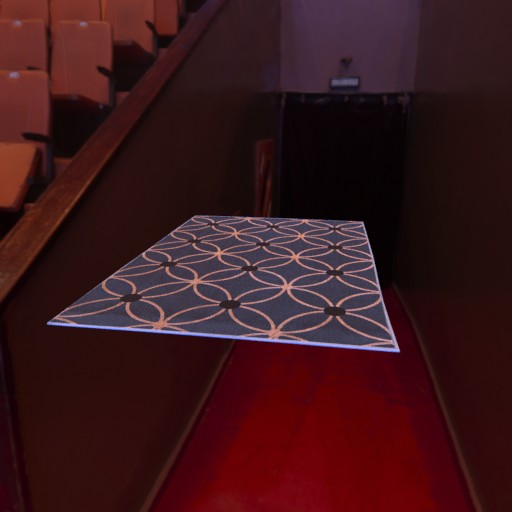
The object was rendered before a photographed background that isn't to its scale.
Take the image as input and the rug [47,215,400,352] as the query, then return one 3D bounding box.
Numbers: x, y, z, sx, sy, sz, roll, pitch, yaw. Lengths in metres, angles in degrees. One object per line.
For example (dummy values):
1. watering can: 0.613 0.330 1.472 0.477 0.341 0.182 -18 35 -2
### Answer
1. rug: 0.000 0.000 2.923 1.522 0.008 2.284 3 18 9
